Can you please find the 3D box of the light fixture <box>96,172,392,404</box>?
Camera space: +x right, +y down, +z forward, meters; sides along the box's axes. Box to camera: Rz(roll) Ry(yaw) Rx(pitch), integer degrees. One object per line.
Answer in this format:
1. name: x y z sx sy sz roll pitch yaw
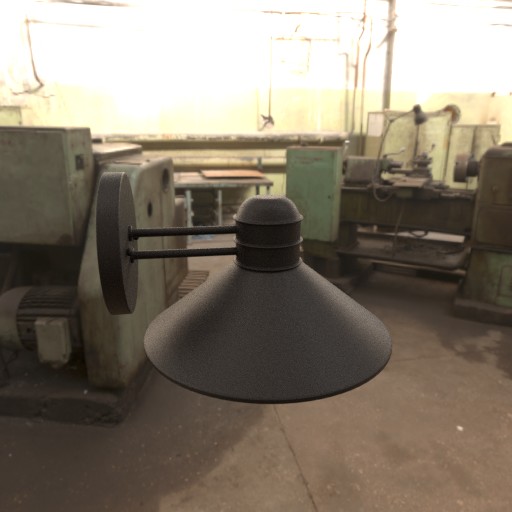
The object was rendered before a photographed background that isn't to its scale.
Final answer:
1. light fixture: 0.000 0.000 0.693 0.434 0.265 0.396 -3 17 -9
